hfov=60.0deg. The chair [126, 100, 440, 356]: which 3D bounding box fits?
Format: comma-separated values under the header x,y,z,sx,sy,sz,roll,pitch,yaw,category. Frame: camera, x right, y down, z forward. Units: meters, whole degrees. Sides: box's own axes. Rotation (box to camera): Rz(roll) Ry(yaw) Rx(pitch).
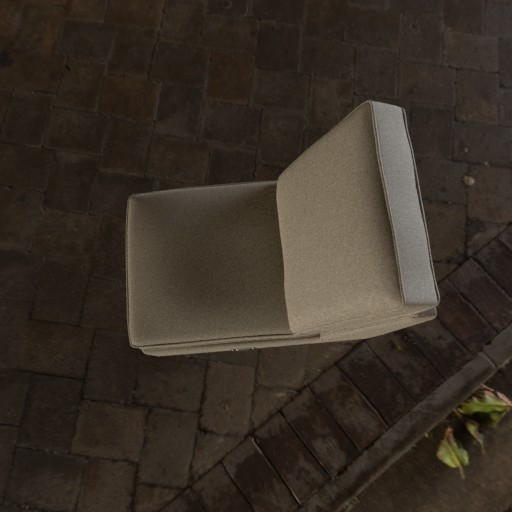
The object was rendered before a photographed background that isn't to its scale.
x,y,z,sx,sy,sz,roll,pitch,yaw,category
0.000,0.000,1.717,1.020,1.058,0.674,-5,75,-1,chair
